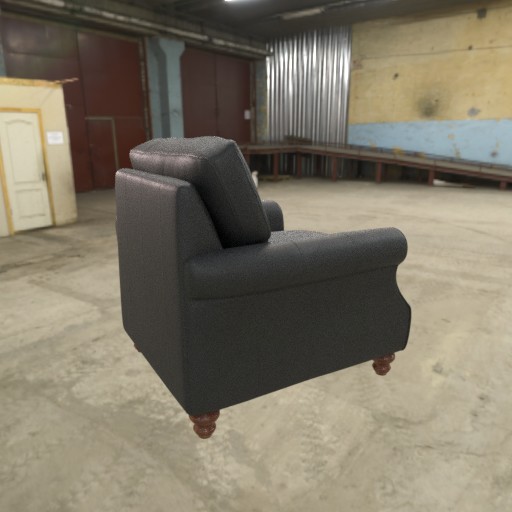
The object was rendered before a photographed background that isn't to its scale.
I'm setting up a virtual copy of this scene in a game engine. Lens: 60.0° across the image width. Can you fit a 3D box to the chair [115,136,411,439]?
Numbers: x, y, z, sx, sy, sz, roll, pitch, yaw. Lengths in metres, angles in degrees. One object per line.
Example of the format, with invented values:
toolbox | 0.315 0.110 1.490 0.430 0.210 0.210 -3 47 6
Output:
chair | 0.000 0.000 1.844 1.027 0.960 1.015 -7 16 -25
